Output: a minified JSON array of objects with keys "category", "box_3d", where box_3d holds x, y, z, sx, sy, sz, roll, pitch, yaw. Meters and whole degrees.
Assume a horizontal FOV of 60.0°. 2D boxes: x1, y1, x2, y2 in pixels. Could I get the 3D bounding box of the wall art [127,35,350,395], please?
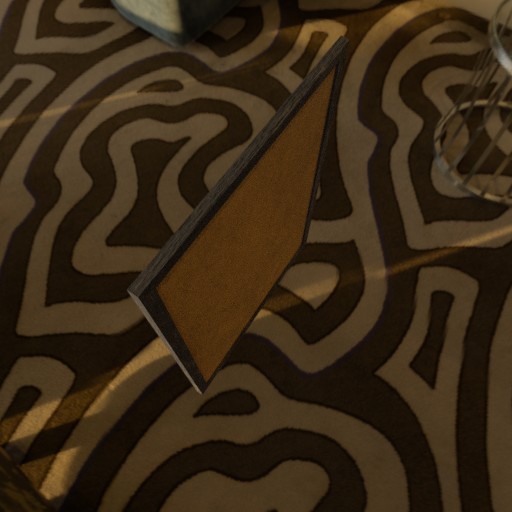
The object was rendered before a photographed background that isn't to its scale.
[{"category":"wall art","box_3d":[0.000,0.000,1.424,0.029,1.066,0.812,30,67,14]}]
